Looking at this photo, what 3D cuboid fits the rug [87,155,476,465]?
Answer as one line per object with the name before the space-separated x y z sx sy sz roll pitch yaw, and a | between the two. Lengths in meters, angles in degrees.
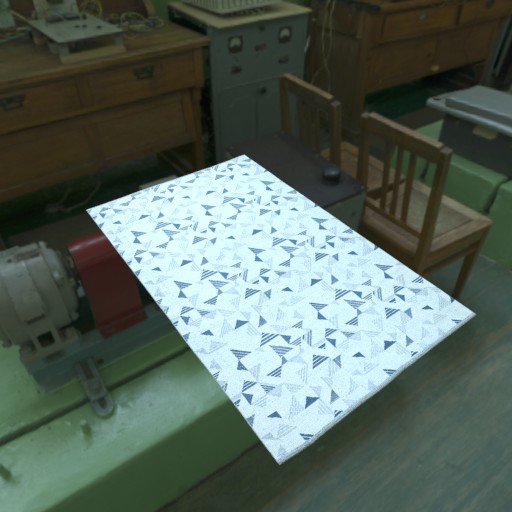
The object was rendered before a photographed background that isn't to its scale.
rug | 0.000 0.000 3.068 1.512 0.009 2.457 -26 47 -26
